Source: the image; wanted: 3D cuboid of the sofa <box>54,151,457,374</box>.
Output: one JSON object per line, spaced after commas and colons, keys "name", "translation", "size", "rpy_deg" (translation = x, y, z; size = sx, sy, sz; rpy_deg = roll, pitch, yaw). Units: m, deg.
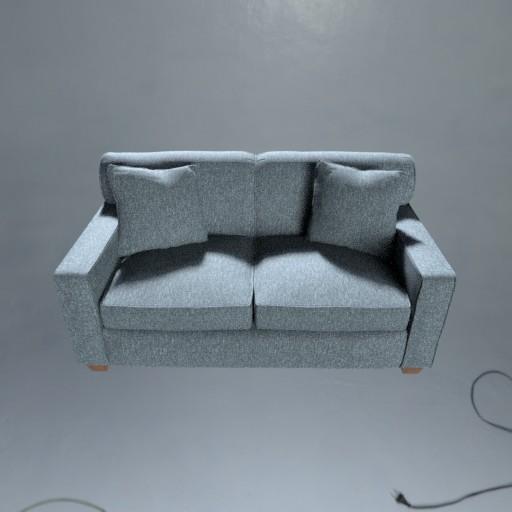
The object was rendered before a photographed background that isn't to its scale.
{"name": "sofa", "translation": [0.000, 0.000, 2.466], "size": [1.846, 0.958, 0.998], "rpy_deg": [0, 32, 1]}
